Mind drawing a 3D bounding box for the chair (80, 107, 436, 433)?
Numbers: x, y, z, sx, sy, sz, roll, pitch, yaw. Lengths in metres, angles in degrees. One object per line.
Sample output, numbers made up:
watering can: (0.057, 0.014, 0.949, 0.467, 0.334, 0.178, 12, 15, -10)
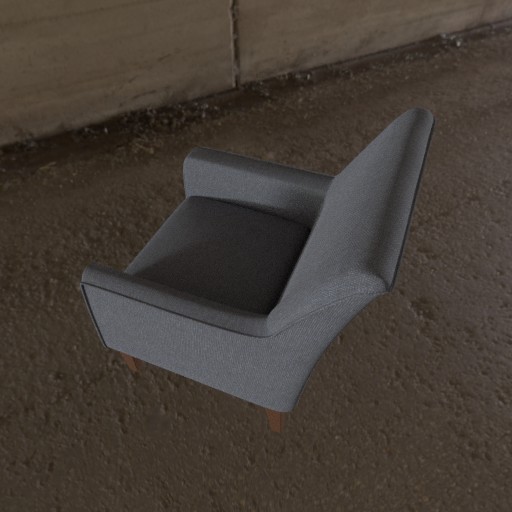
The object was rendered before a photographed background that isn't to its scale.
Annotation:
chair: (0.000, 0.000, 1.546, 0.899, 0.919, 0.780, 16, 48, 15)
